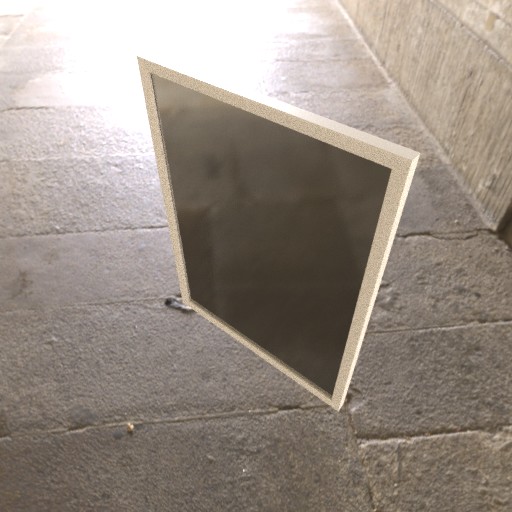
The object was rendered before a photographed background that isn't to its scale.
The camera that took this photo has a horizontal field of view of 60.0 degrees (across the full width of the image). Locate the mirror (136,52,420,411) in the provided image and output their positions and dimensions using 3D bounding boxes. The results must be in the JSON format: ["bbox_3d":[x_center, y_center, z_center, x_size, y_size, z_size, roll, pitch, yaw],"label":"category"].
[{"bbox_3d":[0.000,0.000,1.347,0.762,1.016,0.040,30,53,26],"label":"mirror"}]
